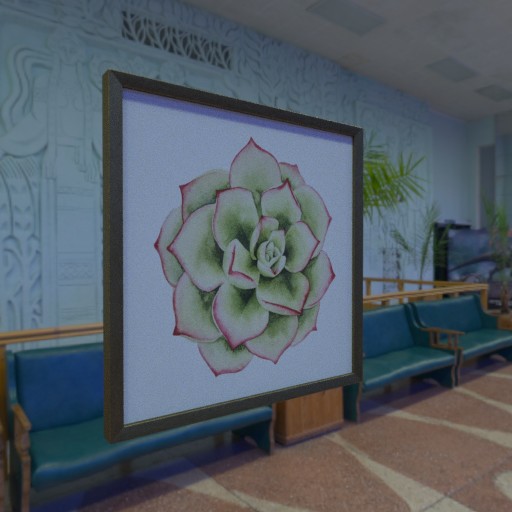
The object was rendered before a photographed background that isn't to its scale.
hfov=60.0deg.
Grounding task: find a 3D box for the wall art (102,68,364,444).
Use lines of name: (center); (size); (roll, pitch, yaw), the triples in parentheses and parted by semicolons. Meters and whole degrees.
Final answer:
wall art: (0.000, 0.000, 0.752); (0.503, 0.506, 0.031); (0, 1, -35)
